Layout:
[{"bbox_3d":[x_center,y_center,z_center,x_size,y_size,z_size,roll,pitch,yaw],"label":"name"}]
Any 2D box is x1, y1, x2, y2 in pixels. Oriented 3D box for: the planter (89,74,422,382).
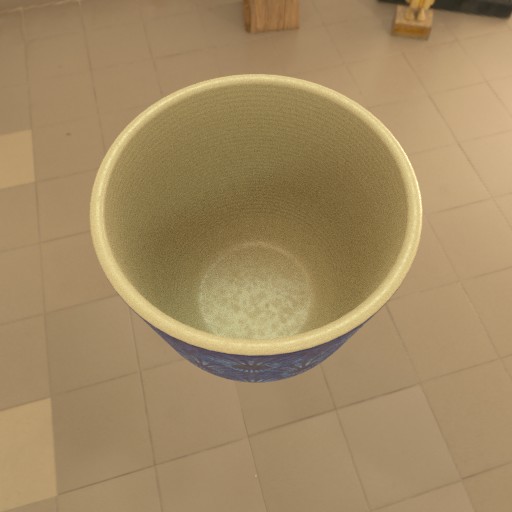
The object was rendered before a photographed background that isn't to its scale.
[{"bbox_3d":[0.000,0.000,0.295,0.170,0.153,0.170,0,64,0],"label":"planter"}]
